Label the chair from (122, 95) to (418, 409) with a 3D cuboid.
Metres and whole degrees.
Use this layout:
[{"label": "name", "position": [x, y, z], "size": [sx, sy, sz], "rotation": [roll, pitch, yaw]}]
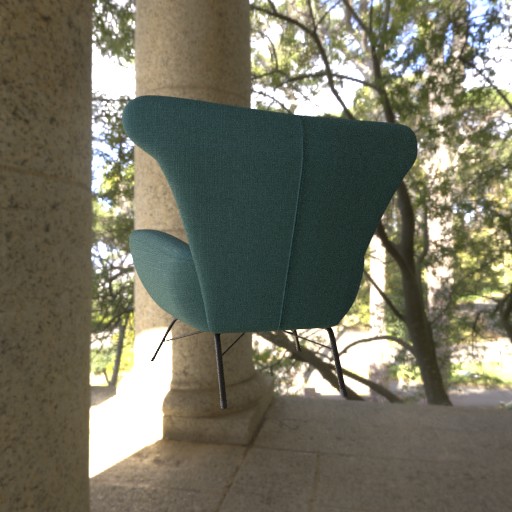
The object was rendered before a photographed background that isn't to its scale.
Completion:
[{"label": "chair", "position": [0.000, 0.000, 1.781], "size": [1.050, 0.980, 0.900], "rotation": [0, -1, -18]}]
